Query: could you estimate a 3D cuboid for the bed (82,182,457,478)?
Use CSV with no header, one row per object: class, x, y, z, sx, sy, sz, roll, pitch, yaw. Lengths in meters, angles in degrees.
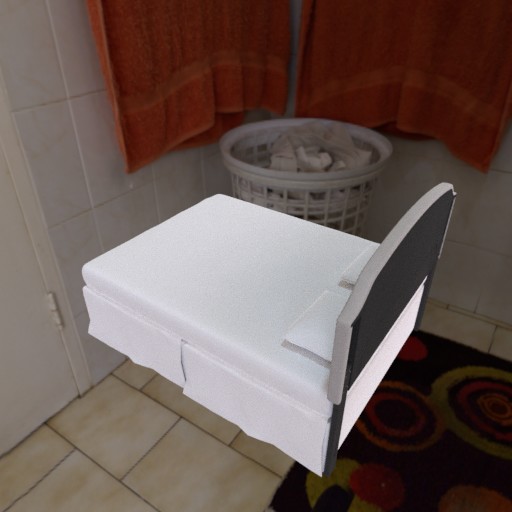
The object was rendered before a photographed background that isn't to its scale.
bed,0.000,0.000,2.969,1.999,1.270,1.558,21,38,29
